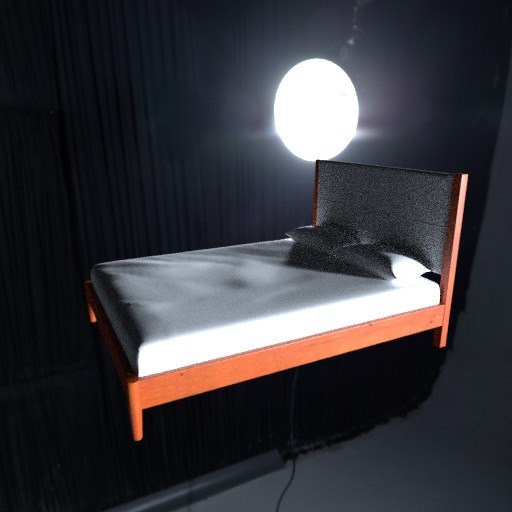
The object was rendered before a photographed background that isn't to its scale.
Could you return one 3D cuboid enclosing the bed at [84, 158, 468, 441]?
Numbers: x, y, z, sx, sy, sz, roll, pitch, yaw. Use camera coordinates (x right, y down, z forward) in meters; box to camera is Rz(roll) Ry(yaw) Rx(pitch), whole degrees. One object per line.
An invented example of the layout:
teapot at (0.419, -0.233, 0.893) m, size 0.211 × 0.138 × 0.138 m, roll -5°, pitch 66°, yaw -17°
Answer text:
bed at (0.000, 0.000, 3.068) m, size 2.117 × 1.165 × 1.566 m, roll -8°, pitch 18°, yaw -26°
